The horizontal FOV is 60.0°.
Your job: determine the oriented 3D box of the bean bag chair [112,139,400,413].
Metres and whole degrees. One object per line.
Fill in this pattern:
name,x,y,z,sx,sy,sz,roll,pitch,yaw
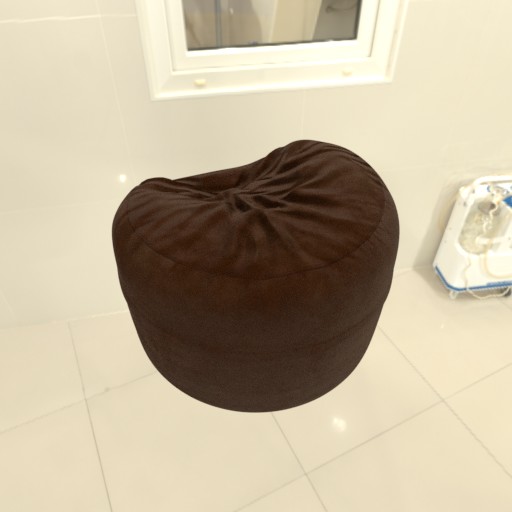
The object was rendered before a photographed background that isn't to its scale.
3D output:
bean bag chair,0.000,0.000,1.539,0.918,0.616,0.918,0,42,0
